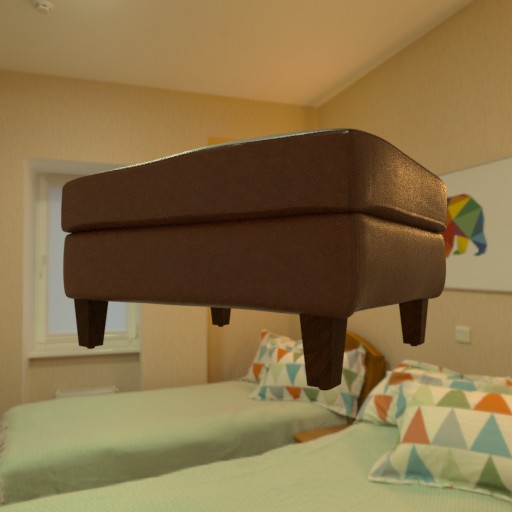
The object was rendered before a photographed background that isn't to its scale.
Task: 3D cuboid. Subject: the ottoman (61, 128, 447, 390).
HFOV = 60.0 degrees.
[{"bbox_3d":[0.000,0.000,1.187,0.851,0.485,0.650,-1,-2,35],"label":"ottoman"}]
